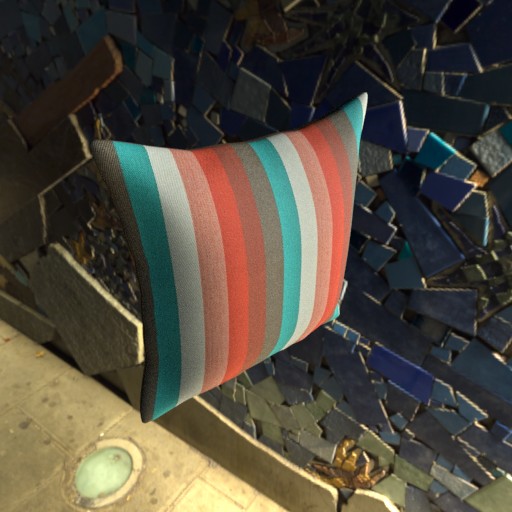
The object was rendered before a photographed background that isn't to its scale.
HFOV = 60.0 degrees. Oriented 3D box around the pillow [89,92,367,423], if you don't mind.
[{"bbox_3d":[0.000,0.000,0.697,0.453,0.443,0.168,-22,36,-33],"label":"pillow"}]
